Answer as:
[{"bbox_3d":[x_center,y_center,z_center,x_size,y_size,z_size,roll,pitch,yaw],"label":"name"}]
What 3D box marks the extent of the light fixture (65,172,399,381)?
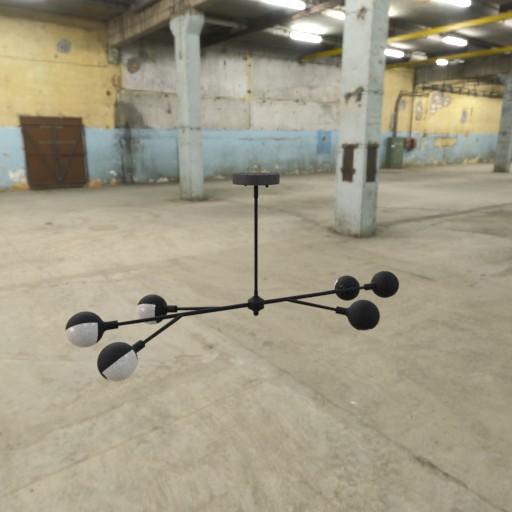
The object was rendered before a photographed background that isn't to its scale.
[{"bbox_3d":[0.000,0.000,0.989,0.778,0.362,0.434,-2,14,-8],"label":"light fixture"}]
